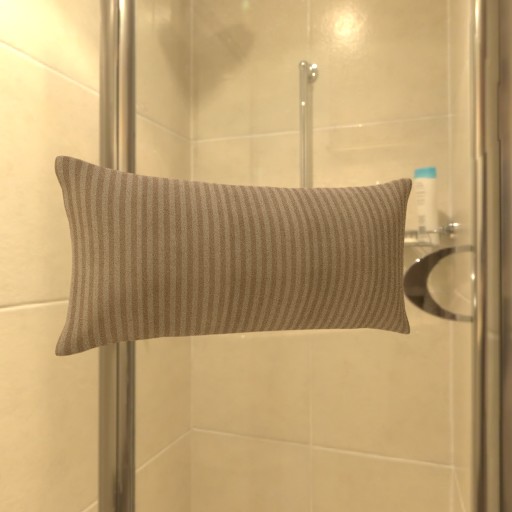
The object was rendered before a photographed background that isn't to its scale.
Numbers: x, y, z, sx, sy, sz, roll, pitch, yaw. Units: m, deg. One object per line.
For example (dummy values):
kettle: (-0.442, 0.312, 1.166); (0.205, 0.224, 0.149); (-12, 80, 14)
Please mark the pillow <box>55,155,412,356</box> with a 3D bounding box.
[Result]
pillow: (0.000, 0.000, 0.740); (0.617, 0.295, 0.151); (0, -1, -18)
